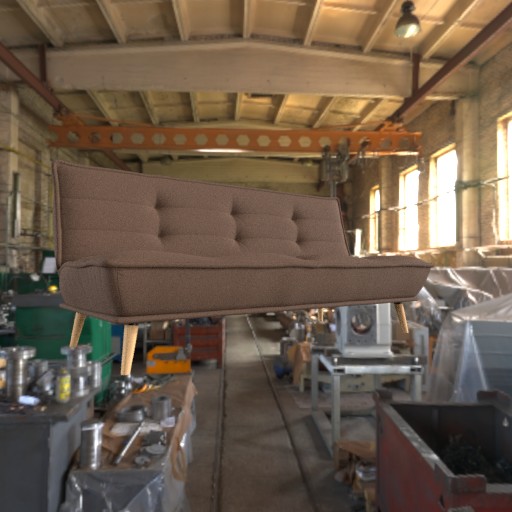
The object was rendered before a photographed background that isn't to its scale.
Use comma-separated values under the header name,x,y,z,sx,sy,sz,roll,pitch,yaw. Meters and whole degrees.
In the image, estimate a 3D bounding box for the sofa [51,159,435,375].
name,x,y,z,sx,sy,sz,roll,pitch,yaw
sofa,0.000,0.000,2.390,1.940,0.890,0.950,1,-2,-37
